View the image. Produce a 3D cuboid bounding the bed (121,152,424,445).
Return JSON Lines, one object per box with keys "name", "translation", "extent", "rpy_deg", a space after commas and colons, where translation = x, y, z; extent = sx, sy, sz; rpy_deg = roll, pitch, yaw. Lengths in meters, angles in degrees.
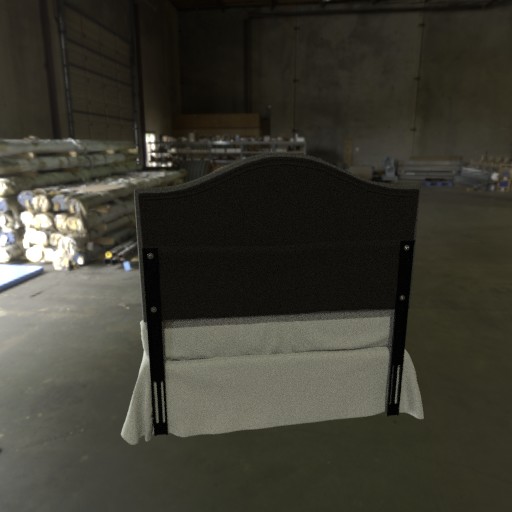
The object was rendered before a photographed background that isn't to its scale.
{"name": "bed", "translation": [0.000, 0.000, 3.528], "extent": [1.876, 1.645, 2.221], "rpy_deg": [-2, 14, -7]}
